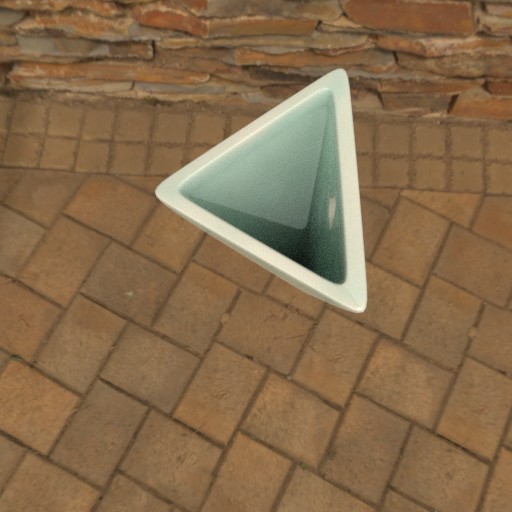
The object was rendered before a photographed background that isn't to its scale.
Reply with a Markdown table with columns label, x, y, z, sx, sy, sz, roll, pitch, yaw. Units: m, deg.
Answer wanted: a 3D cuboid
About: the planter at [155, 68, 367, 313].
| label | x | y | z | sx | sy | sz | roll | pitch | yaw |
| --- | --- | --- | --- | --- | --- | --- | --- | --- | --- |
| planter | 0.000 | 0.000 | 0.220 | 0.064 | 0.178 | 0.080 | -1 | 75 | 0 |
